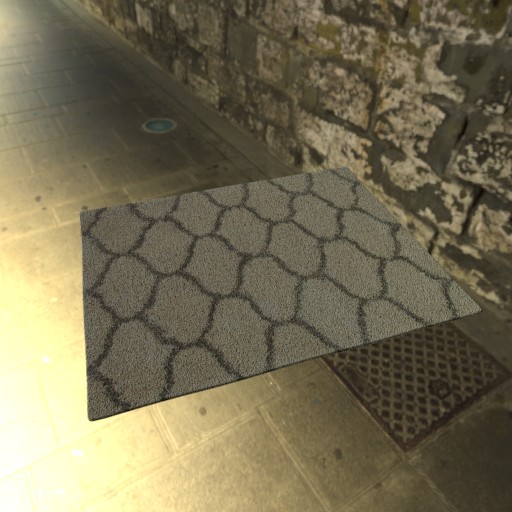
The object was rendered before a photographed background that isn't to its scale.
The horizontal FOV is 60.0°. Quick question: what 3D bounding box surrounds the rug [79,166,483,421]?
[{"bbox_3d":[0.000,0.000,3.990,3.000,0.026,2.399,-12,42,-14],"label":"rug"}]
